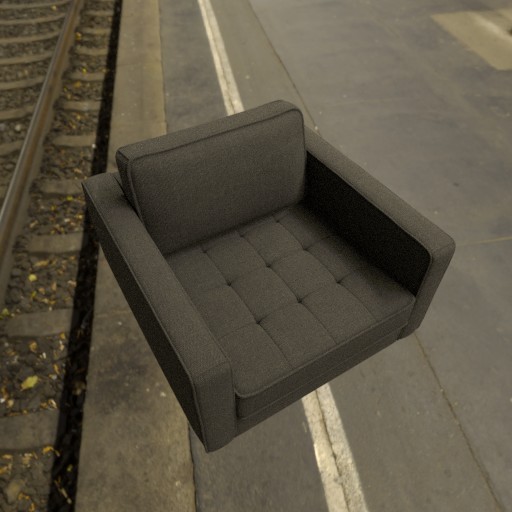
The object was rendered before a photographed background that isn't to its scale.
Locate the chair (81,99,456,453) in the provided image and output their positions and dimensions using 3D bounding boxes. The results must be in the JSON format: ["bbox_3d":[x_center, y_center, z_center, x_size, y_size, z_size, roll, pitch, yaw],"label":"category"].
[{"bbox_3d":[0.000,0.000,1.563,0.899,0.770,0.919,-24,51,-21],"label":"chair"}]
